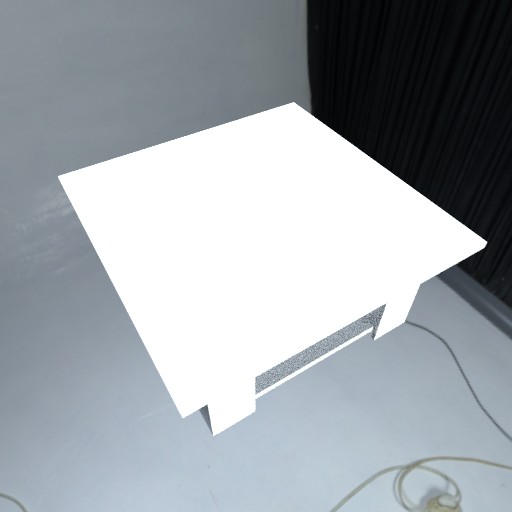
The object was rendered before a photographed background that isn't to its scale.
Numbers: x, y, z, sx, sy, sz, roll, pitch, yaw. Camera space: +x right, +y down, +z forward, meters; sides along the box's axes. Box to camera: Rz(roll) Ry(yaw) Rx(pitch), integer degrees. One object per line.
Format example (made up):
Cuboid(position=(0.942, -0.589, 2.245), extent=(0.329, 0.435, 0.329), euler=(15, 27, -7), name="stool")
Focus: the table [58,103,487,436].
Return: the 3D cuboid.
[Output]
Cuboid(position=(0.000, 0.000, 1.071), extent=(0.670, 0.305, 0.670), euler=(-24, 51, -21), name="table")
